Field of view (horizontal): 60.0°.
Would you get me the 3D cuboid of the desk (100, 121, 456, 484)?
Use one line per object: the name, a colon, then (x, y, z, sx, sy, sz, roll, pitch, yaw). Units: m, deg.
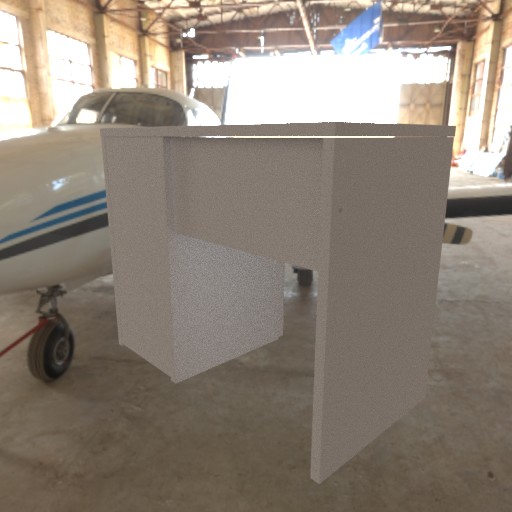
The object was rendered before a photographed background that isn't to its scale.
desk: (0.000, 0.000, 1.308, 0.482, 0.730, 0.898, -14, 20, -41)
